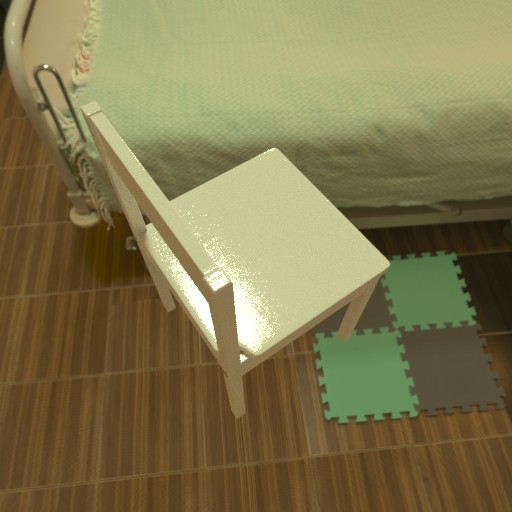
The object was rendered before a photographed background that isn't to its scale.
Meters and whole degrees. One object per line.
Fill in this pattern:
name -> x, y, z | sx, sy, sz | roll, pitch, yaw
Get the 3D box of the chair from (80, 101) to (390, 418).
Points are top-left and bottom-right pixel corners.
chair -> 0.000, 0.000, 0.885 | 0.361, 0.668, 0.367 | -31, 64, -17
